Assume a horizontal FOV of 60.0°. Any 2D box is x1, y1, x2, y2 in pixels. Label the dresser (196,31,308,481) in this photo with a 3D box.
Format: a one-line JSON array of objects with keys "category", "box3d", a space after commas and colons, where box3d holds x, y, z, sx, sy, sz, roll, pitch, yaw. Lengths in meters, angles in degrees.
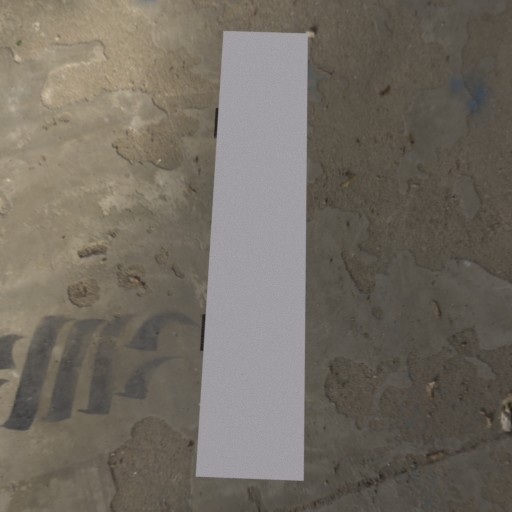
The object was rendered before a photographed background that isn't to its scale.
[{"category": "dresser", "box3d": [0.000, 0.000, 1.863, 0.333, 0.790, 1.535, 2, 76, 0]}]
